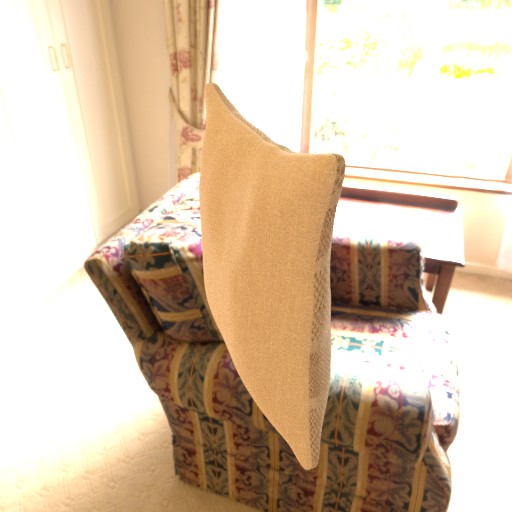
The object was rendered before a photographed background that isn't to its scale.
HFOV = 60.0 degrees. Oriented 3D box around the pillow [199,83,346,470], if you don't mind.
[{"bbox_3d":[0.000,0.000,0.666,0.138,0.432,0.436,-10,32,-17],"label":"pillow"}]
